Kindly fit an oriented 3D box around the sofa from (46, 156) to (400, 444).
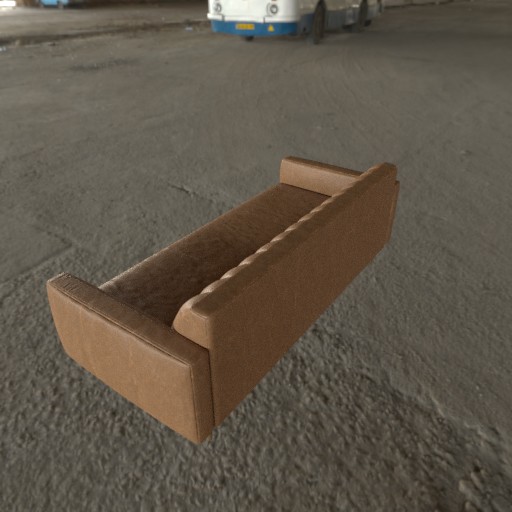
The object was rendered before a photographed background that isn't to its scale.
[{"bbox_3d":[0.000,0.000,2.795,0.990,0.821,2.291,21,38,30],"label":"sofa"}]
